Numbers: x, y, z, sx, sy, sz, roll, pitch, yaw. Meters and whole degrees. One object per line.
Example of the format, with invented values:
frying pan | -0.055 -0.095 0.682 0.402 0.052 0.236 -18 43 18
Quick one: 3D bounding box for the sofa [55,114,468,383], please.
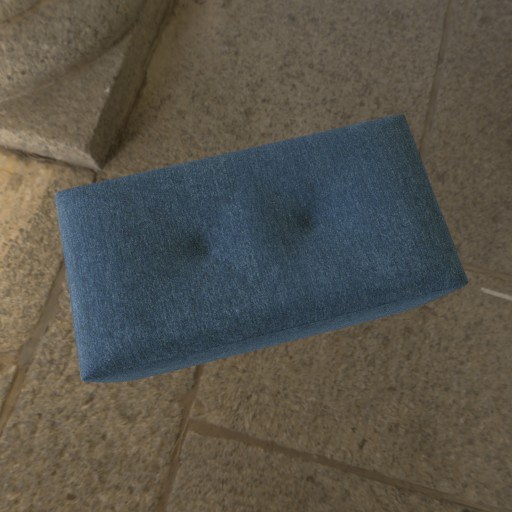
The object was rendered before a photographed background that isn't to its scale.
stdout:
sofa | 0.000 0.000 1.220 0.930 0.470 0.480 -14 75 -4
